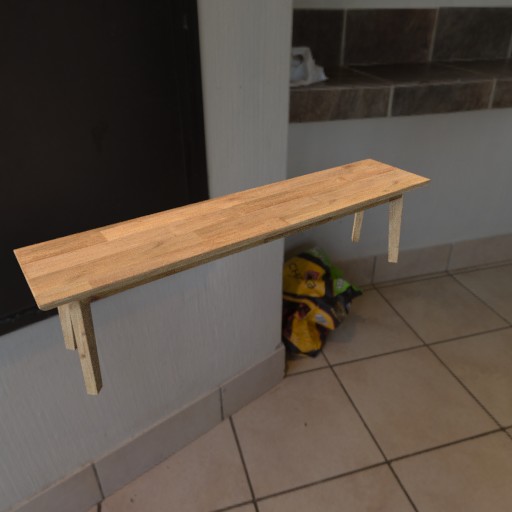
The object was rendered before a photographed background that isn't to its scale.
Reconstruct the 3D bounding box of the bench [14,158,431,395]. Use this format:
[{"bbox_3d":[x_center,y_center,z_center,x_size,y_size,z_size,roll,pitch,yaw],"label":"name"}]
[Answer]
[{"bbox_3d":[0.000,0.000,1.864,1.698,0.431,0.378,-19,35,-29],"label":"bench"}]
